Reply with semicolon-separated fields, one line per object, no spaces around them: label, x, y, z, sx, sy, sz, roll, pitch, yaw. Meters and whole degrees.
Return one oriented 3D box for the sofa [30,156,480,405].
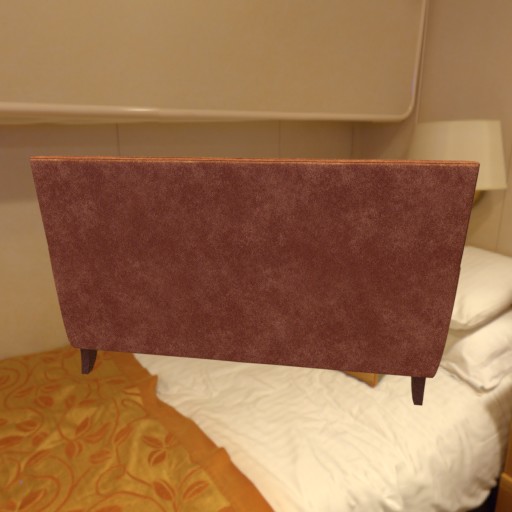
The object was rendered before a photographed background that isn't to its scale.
sofa;0.000;0.000;1.907;1.473;0.871;0.787;3;16;9
